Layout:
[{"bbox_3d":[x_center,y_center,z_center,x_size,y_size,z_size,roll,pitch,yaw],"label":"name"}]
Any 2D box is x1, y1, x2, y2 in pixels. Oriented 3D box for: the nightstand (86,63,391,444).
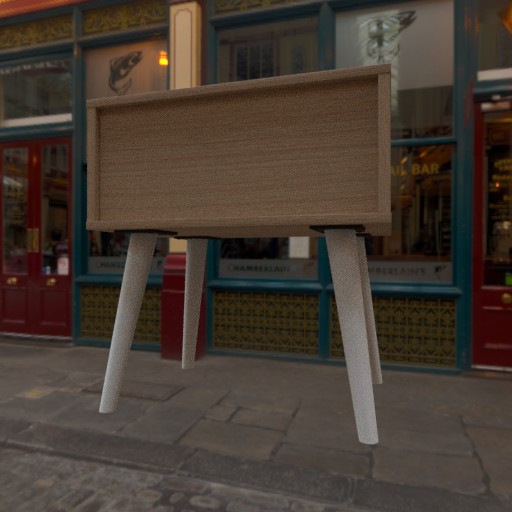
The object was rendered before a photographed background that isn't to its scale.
[{"bbox_3d":[0.000,0.000,0.978,0.571,0.610,0.407,0,0,17],"label":"nightstand"}]
